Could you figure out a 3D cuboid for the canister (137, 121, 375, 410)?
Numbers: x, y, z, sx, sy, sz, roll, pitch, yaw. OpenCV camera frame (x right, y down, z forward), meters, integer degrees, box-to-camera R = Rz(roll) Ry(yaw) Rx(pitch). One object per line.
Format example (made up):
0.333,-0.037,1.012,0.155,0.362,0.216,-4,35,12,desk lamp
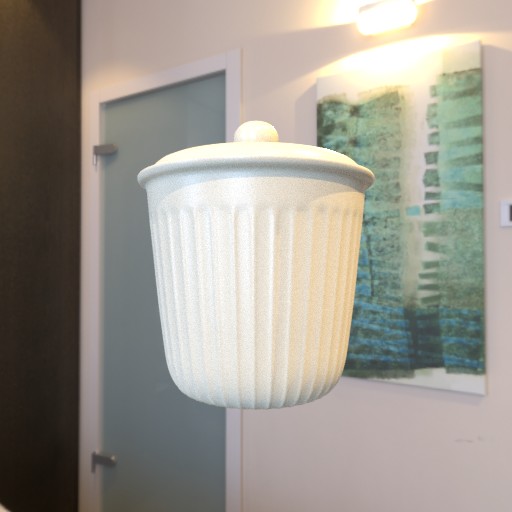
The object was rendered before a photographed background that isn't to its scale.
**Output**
0.000,0.000,0.349,0.181,0.211,0.181,0,-1,0,canister
